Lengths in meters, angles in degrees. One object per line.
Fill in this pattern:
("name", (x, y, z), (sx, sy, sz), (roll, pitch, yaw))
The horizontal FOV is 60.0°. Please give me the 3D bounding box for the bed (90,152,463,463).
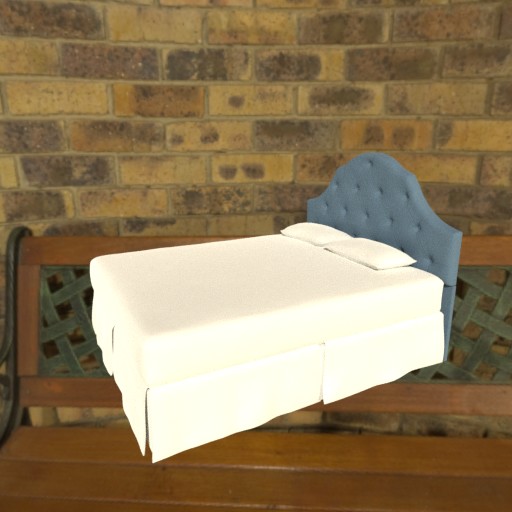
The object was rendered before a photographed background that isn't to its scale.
("bed", (0.000, 0.000, 3.661), (2.477, 1.617, 2.039), (-8, 17, -27))
